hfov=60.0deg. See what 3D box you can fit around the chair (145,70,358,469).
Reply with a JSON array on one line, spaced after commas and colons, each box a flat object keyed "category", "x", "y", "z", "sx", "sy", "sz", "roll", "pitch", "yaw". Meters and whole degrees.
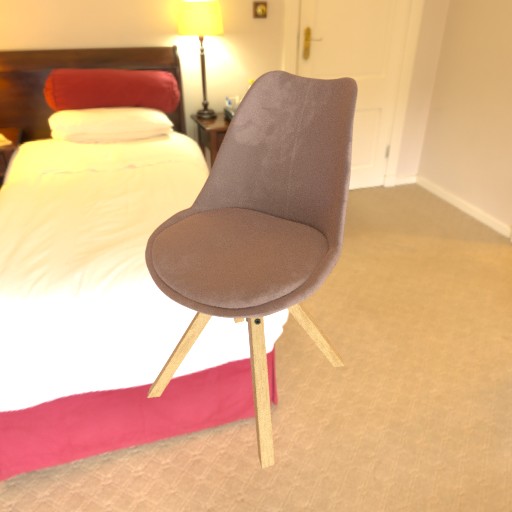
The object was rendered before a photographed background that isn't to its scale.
[{"category": "chair", "x": 0.000, "y": 0.000, "z": 1.176, "sx": 0.485, "sy": 0.850, "sz": 0.550, "roll": 19, "pitch": 35, "yaw": 29}]
